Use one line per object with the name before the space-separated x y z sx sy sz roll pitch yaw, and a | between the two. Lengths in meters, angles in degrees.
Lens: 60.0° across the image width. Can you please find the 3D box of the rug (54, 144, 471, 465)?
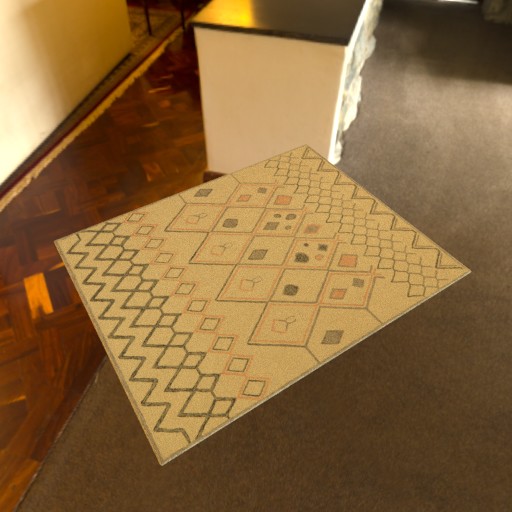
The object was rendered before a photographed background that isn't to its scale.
rug | 0.000 0.000 4.126 3.050 0.016 2.441 -25 52 -22
